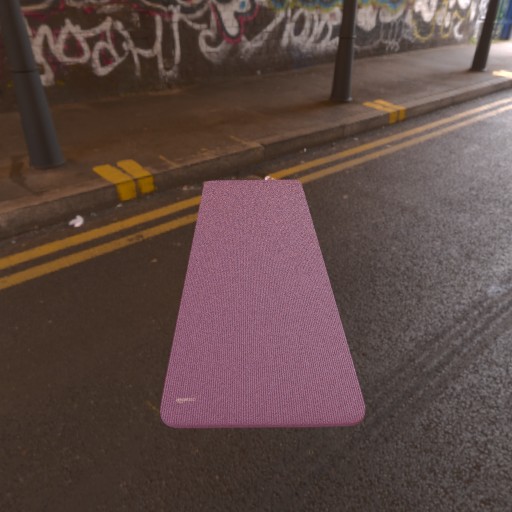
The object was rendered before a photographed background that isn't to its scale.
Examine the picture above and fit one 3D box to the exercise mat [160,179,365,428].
[{"bbox_3d":[0.000,0.000,2.074,0.616,0.021,1.869,-1,32,-1],"label":"exercise mat"}]
